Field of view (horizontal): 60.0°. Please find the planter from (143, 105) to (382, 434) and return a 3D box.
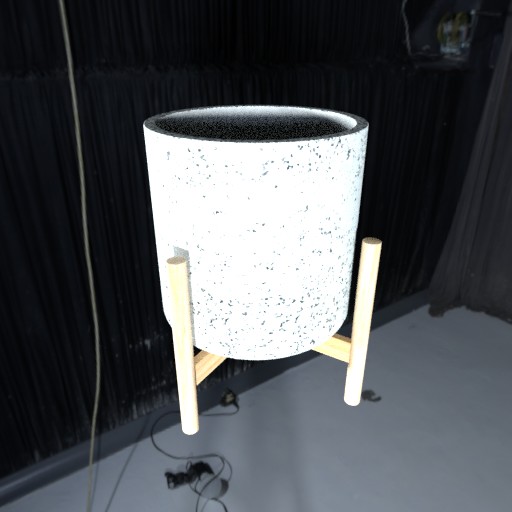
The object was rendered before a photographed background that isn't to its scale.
[{"bbox_3d":[0.000,0.000,0.704,0.360,0.419,0.360,-17,31,-31],"label":"planter"}]
